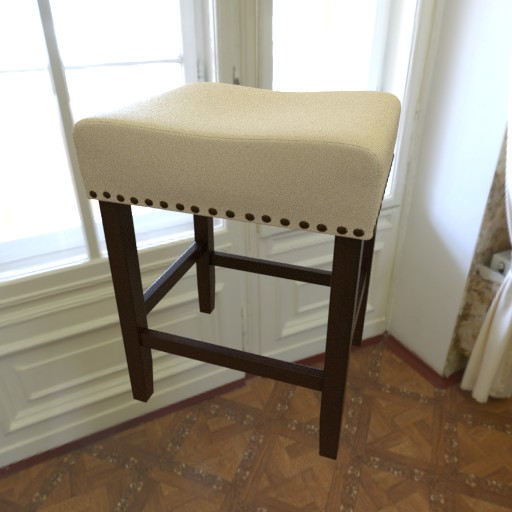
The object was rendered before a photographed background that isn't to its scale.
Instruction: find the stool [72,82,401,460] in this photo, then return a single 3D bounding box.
[{"bbox_3d":[0.000,0.000,0.909,0.471,0.609,0.401,10,31,17],"label":"stool"}]
